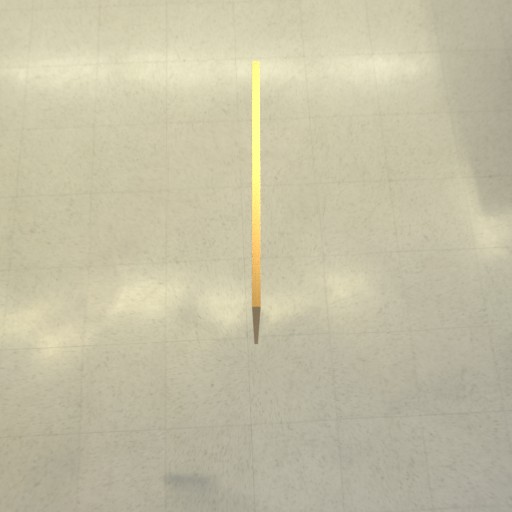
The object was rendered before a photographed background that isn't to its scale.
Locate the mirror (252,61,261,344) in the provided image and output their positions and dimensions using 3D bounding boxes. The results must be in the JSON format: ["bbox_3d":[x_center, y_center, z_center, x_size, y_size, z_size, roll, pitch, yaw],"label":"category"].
[{"bbox_3d":[0.000,0.000,2.348,0.025,2.031,0.812,0,76,0],"label":"mirror"}]
